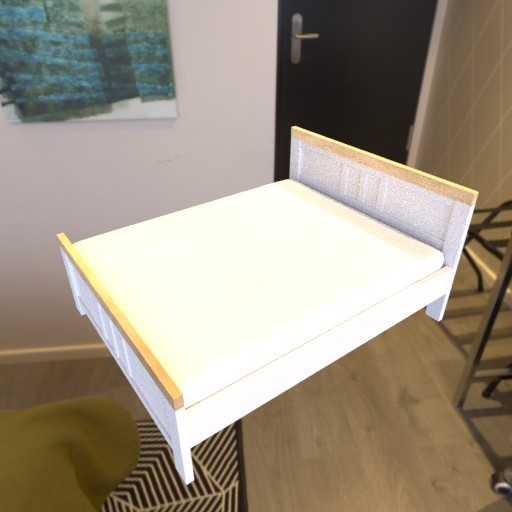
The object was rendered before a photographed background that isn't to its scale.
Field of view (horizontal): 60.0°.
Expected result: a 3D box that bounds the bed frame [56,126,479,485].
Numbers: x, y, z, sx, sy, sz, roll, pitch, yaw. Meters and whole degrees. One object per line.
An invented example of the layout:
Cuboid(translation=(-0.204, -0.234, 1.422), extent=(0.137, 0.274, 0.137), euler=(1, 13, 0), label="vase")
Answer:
Cuboid(translation=(0.000, 0.000, 2.938), extent=(2.050, 0.980, 1.670), euler=(-21, 38, -30), label="bed frame")
